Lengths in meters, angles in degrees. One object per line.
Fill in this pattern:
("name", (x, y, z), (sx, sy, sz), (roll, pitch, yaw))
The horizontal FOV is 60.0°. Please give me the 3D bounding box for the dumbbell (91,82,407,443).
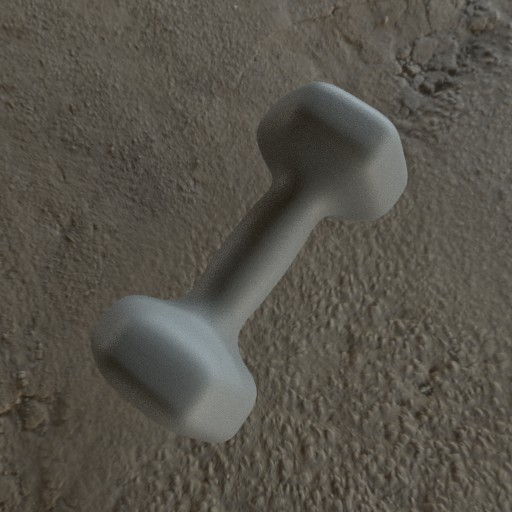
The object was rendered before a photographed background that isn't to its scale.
("dumbbell", (0.000, 0.000, 0.234), (0.090, 0.081, 0.184), (36, 79, 8))
